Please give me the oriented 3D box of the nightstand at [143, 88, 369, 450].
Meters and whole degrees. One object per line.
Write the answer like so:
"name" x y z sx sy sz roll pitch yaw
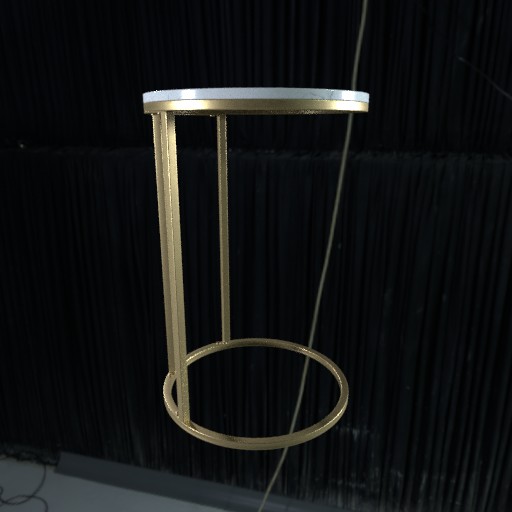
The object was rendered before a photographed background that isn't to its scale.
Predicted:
"nightstand" 0.000 0.000 0.896 0.400 0.610 0.400 3 17 11
